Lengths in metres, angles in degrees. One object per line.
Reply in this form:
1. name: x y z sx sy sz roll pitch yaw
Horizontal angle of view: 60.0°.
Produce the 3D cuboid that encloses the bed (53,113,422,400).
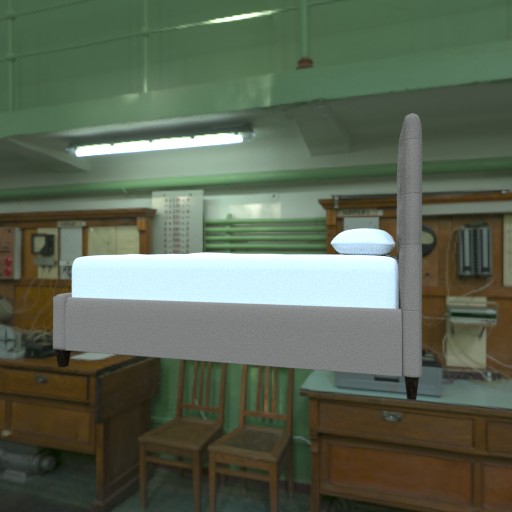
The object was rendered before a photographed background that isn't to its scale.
1. bed: 0.000 0.000 3.307 2.233 1.426 1.696 0 0 17
